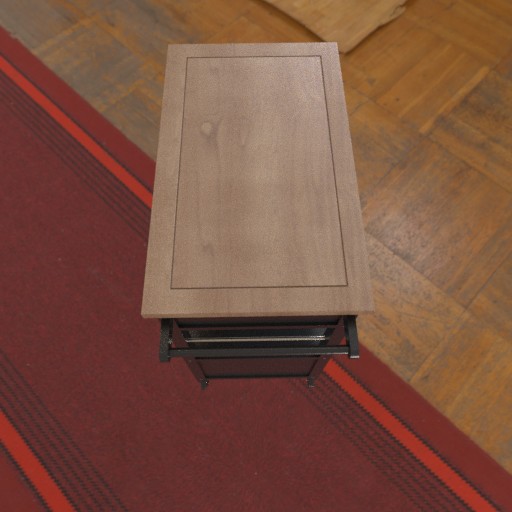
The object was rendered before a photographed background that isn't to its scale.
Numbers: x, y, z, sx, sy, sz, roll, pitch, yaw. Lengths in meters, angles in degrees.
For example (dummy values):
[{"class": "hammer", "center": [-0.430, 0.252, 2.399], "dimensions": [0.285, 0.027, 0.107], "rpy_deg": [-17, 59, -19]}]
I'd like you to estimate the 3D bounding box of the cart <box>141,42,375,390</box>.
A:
[{"class": "cart", "center": [0.000, 0.000, 1.417], "dimensions": [0.459, 0.901, 0.840], "rpy_deg": [-1, 64, 0]}]
